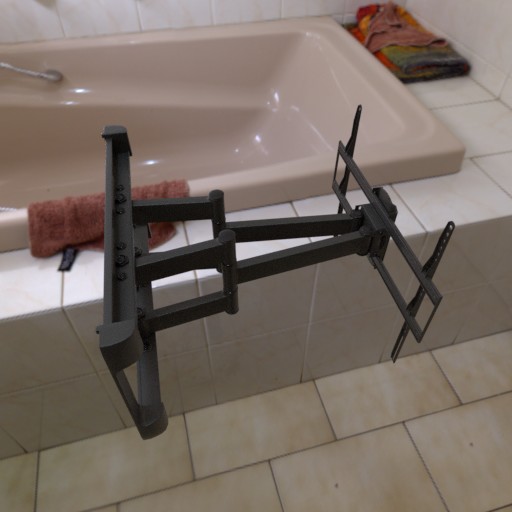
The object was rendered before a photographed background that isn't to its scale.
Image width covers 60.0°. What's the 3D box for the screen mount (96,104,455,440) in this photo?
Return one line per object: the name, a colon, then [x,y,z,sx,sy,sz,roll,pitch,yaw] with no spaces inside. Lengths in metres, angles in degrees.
screen mount: [0.000,0.000,0.938,0.556,0.424,0.571,-9,47,-9]
